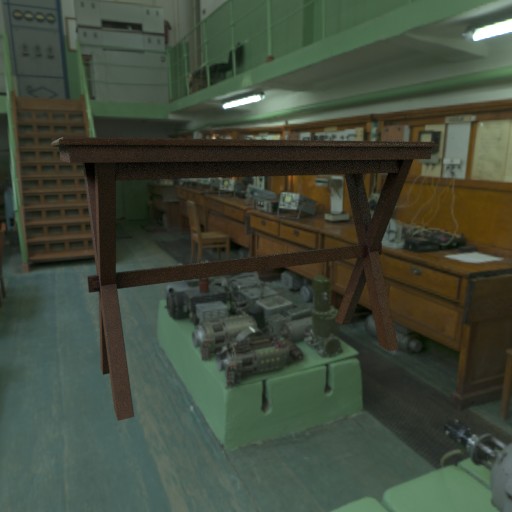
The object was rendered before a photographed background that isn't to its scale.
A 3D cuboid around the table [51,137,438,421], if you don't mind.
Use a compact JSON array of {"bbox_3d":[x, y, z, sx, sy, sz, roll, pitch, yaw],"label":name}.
[{"bbox_3d":[0.000,0.000,1.523,1.197,0.763,0.399,-6,15,-26],"label":"table"}]
